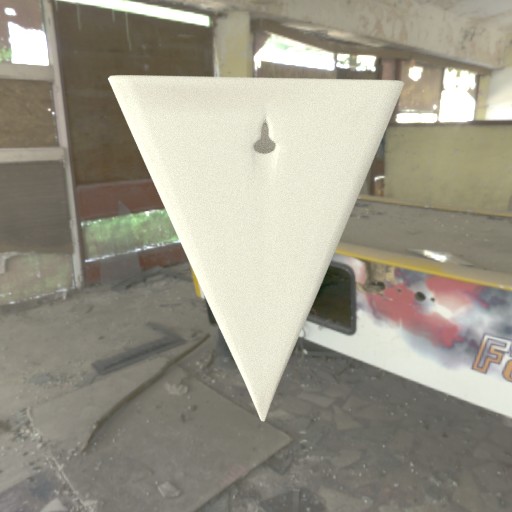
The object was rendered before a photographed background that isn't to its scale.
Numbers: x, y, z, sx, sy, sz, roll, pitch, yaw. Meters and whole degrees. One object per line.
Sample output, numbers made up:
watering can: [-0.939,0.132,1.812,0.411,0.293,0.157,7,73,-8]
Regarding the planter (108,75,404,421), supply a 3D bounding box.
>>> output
planter: [0.000,0.000,0.271,0.150,0.197,0.060,-3,16,-9]
